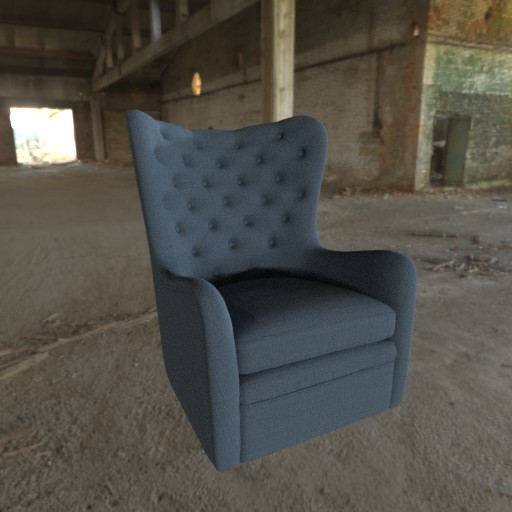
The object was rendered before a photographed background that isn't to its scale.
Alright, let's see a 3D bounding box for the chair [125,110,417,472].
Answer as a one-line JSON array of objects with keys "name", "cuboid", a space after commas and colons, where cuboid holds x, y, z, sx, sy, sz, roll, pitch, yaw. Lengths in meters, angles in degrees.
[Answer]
[{"name": "chair", "cuboid": [0.000, 0.000, 1.713, 0.831, 1.079, 0.930, -8, 17, -28]}]
